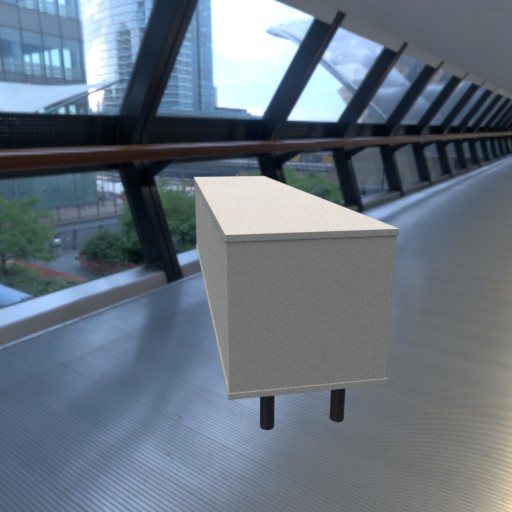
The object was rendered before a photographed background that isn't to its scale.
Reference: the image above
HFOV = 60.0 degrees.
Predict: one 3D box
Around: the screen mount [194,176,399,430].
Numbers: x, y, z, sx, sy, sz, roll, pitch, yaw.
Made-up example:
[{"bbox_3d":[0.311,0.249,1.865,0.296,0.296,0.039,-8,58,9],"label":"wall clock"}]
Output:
[{"bbox_3d":[0.000,0.000,1.810,0.418,0.520,1.600,-3,15,-10],"label":"screen mount"}]
